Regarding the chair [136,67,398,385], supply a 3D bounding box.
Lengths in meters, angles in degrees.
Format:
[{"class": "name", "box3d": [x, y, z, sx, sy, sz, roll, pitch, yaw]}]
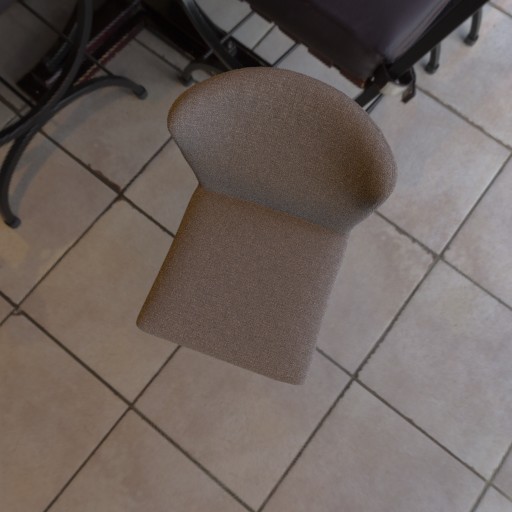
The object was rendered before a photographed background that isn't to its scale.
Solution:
[{"class": "chair", "box3d": [0.000, 0.000, 1.224, 0.491, 0.839, 0.589, 19, 77, 5]}]
